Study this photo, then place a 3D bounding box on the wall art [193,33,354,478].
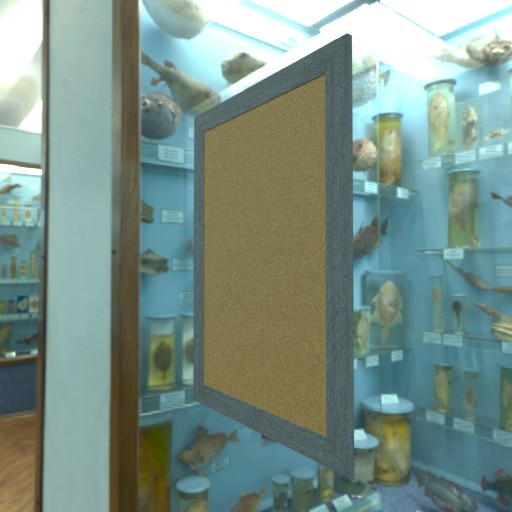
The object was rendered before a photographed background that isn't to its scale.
[{"bbox_3d":[0.000,0.000,1.379,0.020,1.070,0.768,1,-2,-36],"label":"wall art"}]
